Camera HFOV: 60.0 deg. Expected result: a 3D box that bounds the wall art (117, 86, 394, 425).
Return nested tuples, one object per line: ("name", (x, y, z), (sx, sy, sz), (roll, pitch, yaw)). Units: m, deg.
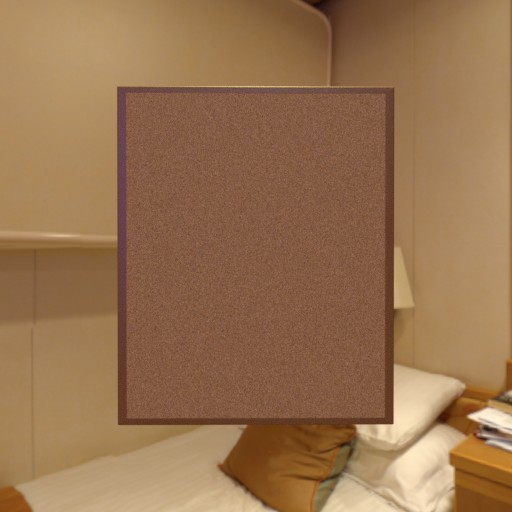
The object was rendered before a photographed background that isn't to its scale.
("wall art", (0.000, 0.000, 0.502), (0.310, 0.379, 0.015), (0, 0, 0))
